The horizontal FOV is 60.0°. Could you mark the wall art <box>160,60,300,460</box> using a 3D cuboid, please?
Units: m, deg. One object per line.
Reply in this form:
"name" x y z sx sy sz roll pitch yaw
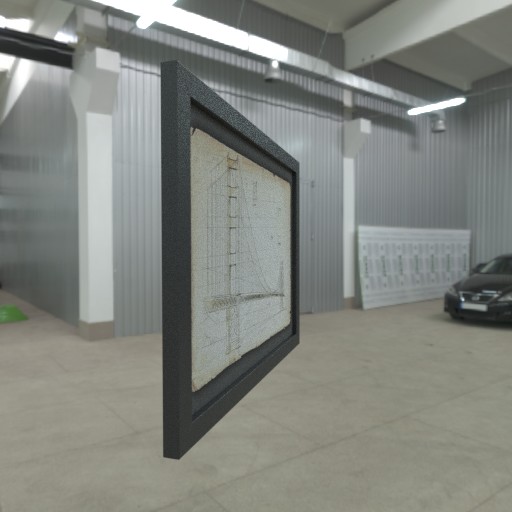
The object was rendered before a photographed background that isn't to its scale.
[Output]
"wall art" 0.000 0.000 0.546 0.016 0.306 0.432 0 1 18
